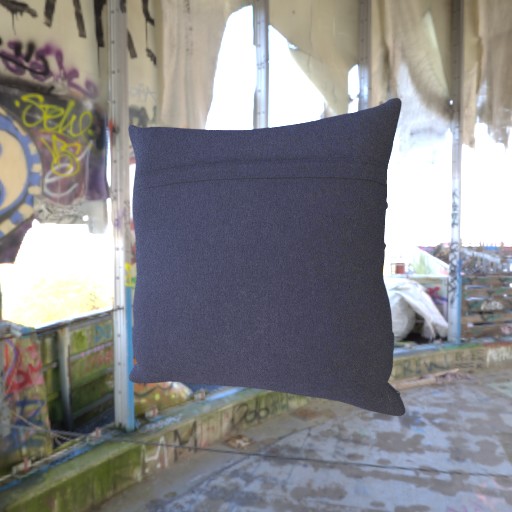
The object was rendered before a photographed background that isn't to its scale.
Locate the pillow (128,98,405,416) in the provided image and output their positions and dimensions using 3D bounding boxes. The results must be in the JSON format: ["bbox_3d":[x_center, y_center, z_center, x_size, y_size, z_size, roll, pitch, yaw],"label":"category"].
[{"bbox_3d":[0.000,0.000,0.679,0.439,0.440,0.183,1,3,17],"label":"pillow"}]
